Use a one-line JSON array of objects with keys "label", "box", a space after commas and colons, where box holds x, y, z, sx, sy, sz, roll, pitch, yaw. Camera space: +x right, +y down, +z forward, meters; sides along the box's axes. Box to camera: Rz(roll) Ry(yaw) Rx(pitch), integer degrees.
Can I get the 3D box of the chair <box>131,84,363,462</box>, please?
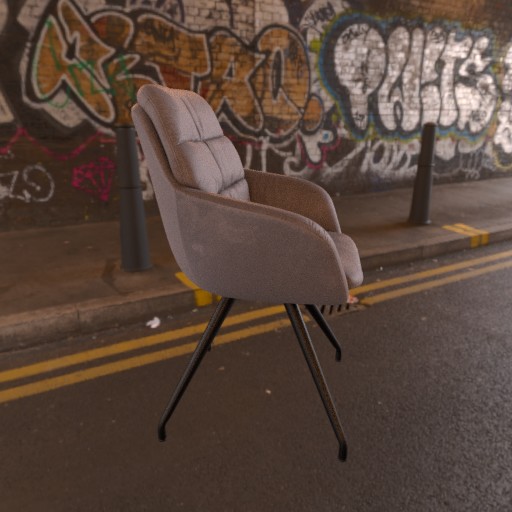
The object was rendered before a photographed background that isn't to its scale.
[{"label": "chair", "box": [0.000, 0.000, 1.236, 0.569, 0.888, 0.579, 3, 17, 8]}]
